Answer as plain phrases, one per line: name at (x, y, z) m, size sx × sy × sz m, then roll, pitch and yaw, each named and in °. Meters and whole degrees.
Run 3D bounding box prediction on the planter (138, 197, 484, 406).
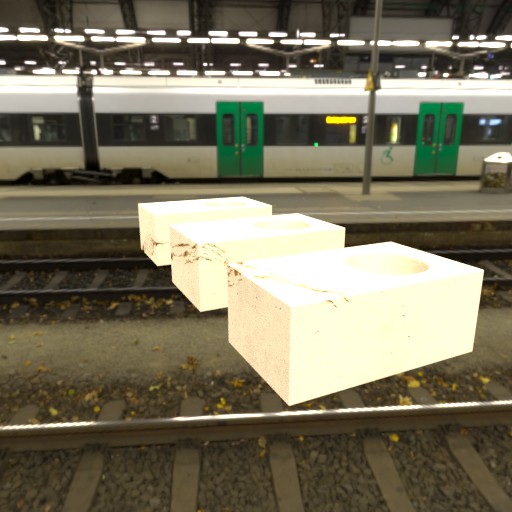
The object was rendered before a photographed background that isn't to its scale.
planter at (0.000, 0.000, 0.376) m, size 0.127 × 0.051 × 0.333 m, roll -7°, pitch 17°, yaw -25°
